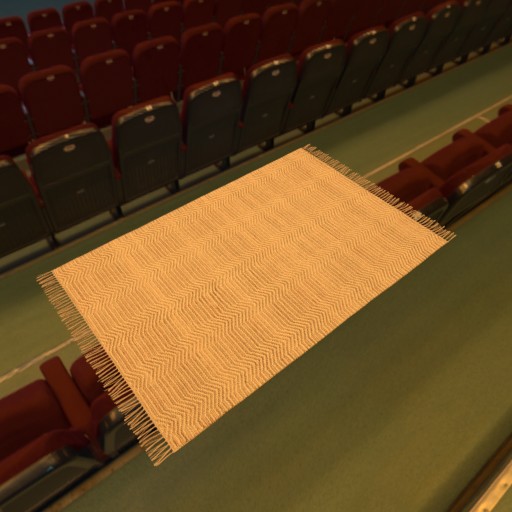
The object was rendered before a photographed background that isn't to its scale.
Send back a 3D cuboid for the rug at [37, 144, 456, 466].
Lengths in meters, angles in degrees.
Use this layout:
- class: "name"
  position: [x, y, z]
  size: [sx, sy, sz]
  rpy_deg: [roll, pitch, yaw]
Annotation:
- class: "rug"
  position: [0.000, 0.000, 2.447]
  size: [2.021, 0.027, 1.224]
  rpy_deg: [-31, 54, -26]
